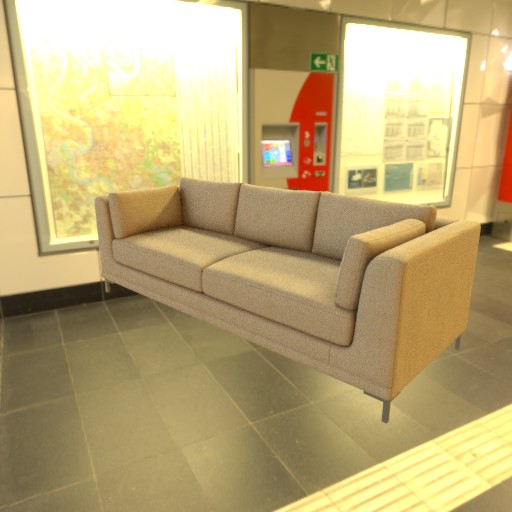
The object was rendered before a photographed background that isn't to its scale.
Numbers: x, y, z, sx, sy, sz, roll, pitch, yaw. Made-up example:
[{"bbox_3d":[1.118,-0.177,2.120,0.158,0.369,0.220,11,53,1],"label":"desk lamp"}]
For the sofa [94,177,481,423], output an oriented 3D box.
[{"bbox_3d":[0.000,0.000,2.915,2.415,0.867,0.969,15,22,40],"label":"sofa"}]
